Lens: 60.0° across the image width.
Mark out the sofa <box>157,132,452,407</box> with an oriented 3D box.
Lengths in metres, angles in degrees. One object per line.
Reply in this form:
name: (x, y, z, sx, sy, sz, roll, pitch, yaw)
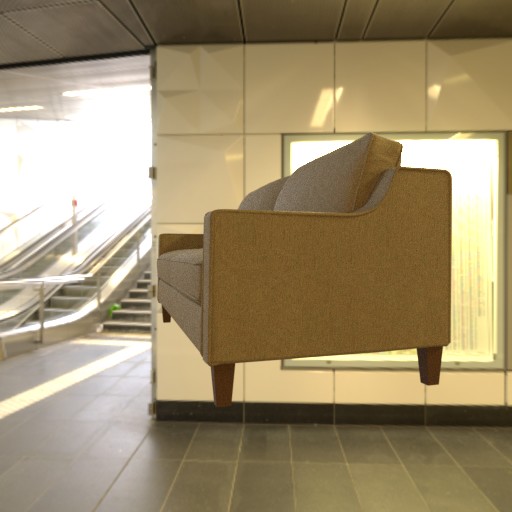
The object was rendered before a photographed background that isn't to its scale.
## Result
sofa: (0.000, 0.000, 2.728, 1.073, 1.074, 2.181, 0, 0, -17)
